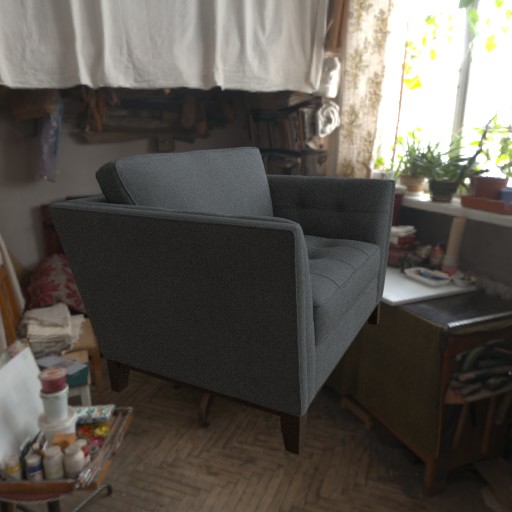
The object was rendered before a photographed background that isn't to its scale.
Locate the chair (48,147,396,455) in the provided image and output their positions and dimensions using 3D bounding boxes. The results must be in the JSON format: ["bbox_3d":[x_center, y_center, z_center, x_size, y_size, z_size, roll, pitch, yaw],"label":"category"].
[{"bbox_3d":[0.000,0.000,2.043,0.965,0.942,1.396,8,17,26],"label":"chair"}]
